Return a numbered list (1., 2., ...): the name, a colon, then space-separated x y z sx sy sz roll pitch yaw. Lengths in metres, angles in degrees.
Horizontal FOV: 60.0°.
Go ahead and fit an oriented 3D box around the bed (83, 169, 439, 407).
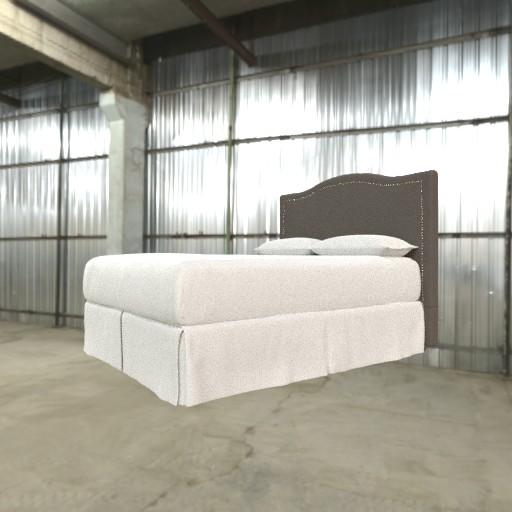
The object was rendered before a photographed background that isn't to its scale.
1. bed: 0.000 0.000 3.207 2.036 1.387 1.666 0 0 -37
